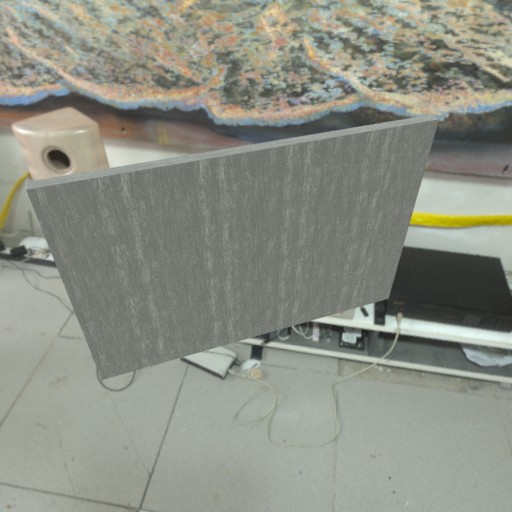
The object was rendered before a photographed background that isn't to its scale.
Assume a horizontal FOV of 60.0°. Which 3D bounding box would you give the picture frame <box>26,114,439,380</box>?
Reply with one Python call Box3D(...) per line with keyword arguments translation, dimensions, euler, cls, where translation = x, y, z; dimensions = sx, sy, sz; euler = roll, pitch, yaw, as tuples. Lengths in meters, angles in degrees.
Box3D(translation=(0.000, 0.000, 1.194), dimensions=(0.950, 0.640, 0.029), euler=(-13, 43, -15), cls="picture frame")
